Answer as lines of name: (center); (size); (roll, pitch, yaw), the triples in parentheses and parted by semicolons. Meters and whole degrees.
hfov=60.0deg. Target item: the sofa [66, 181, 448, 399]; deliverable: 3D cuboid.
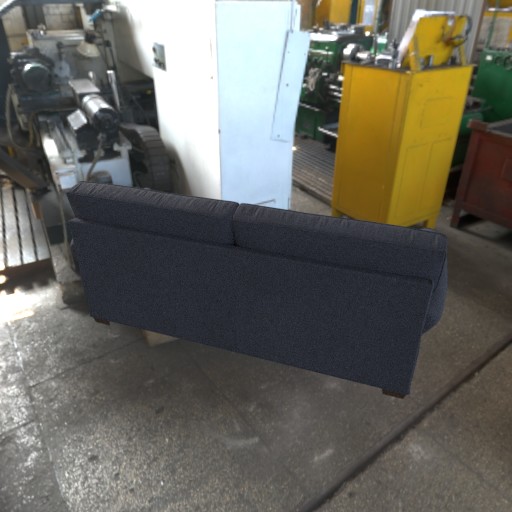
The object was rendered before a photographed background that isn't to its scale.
sofa: (0.000, 0.000, 2.996); (2.391, 1.026, 0.954); (10, 32, 16)
